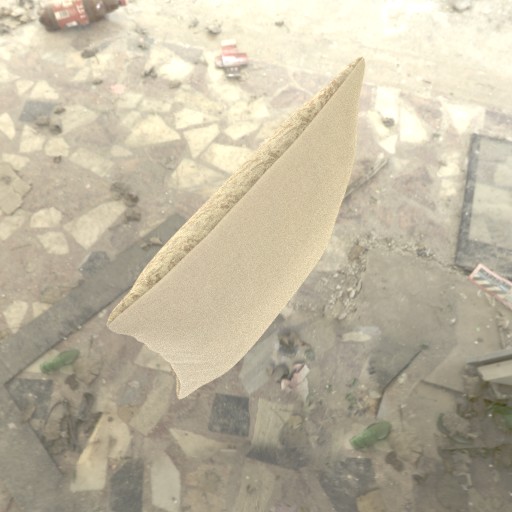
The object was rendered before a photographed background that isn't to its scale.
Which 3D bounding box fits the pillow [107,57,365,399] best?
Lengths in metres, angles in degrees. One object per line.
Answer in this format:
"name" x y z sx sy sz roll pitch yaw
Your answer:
"pillow" 0.000 0.000 0.783 0.166 0.510 0.523 34 68 16
